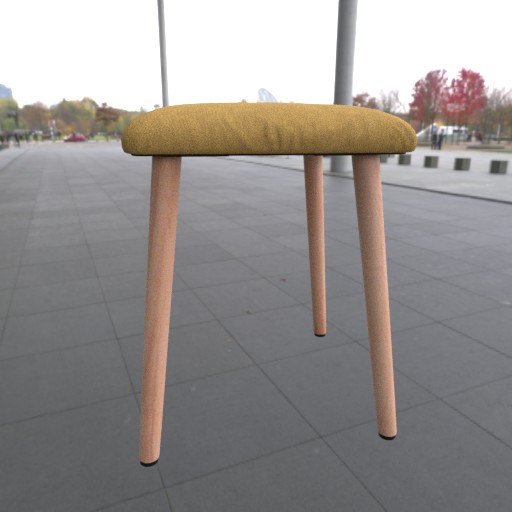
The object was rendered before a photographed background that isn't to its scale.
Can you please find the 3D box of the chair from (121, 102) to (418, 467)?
[{"bbox_3d":[0.000,0.000,0.681,0.350,0.440,0.350,-2,16,-9],"label":"chair"}]
